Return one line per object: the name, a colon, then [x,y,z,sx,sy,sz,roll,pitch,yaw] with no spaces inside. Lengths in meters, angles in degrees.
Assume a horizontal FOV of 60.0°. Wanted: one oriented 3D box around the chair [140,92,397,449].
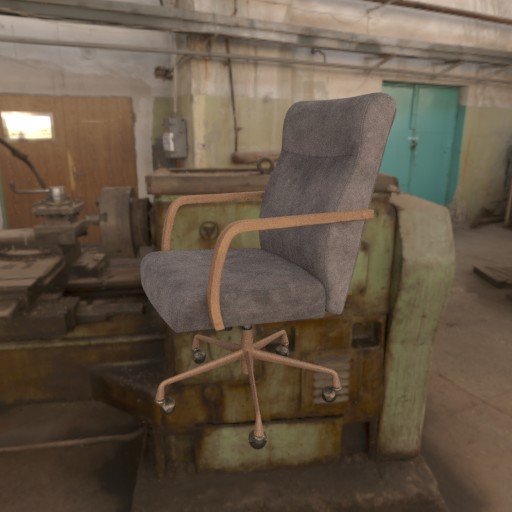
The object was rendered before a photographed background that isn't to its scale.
chair: [0.000,0.000,1.495,0.741,1.029,0.640,-7,17,-24]
